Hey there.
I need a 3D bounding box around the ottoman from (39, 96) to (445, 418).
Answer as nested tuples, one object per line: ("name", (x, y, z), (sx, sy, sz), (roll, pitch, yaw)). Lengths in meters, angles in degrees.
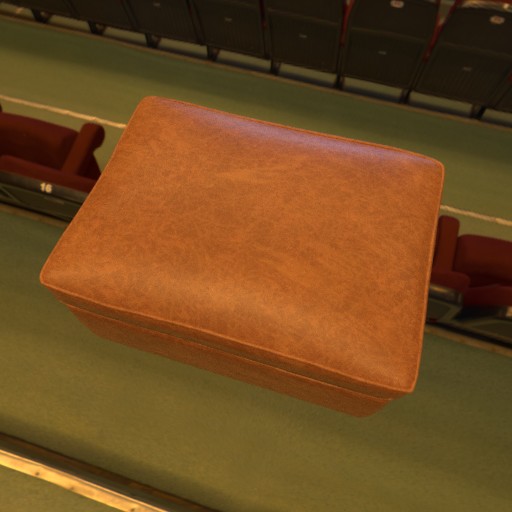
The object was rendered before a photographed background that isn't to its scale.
("ottoman", (0.000, 0.000, 1.094), (0.756, 0.468, 0.554), (15, 63, 8))
